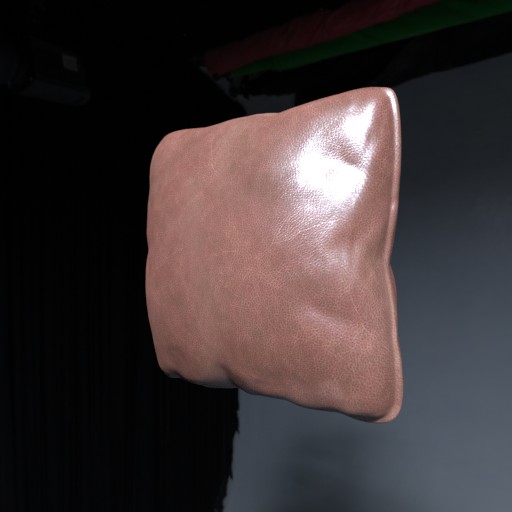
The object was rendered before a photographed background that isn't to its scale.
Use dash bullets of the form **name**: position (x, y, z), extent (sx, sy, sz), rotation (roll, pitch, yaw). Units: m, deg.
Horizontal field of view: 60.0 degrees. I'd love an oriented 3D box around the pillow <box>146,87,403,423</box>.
- **pillow**: position (0.000, 0.000, 0.806), extent (0.532, 0.523, 0.236), rotation (0, 1, 36)
